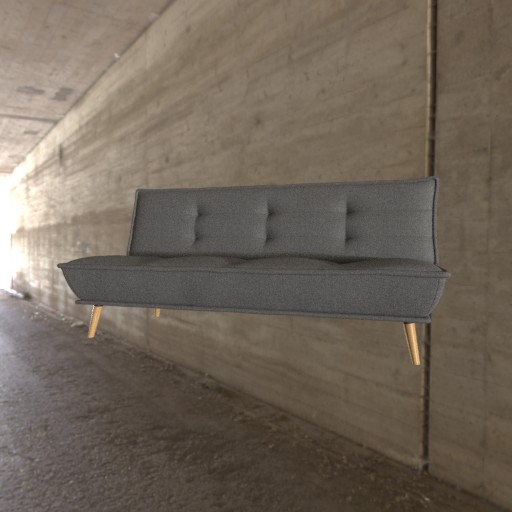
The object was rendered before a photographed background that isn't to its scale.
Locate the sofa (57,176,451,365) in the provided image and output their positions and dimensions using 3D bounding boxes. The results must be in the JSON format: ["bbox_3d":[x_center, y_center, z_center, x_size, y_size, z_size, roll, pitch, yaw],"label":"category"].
[{"bbox_3d":[0.000,0.000,2.491,1.940,0.890,0.950,1,2,18],"label":"sofa"}]
